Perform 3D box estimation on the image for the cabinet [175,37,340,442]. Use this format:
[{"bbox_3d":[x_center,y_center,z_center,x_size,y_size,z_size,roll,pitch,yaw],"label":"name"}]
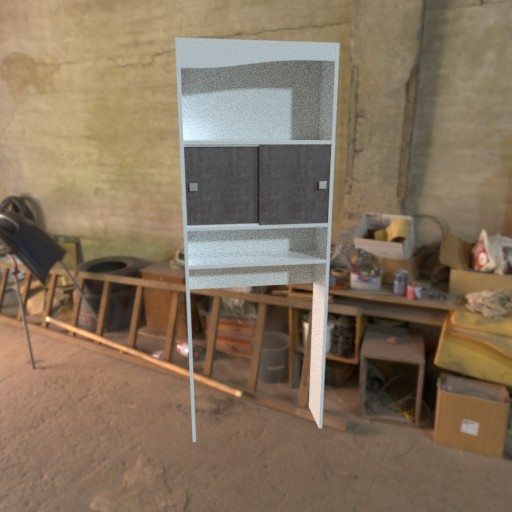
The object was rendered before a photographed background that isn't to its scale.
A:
[{"bbox_3d":[0.000,0.000,2.024,0.643,1.770,0.192,-2,15,-9],"label":"cabinet"}]
